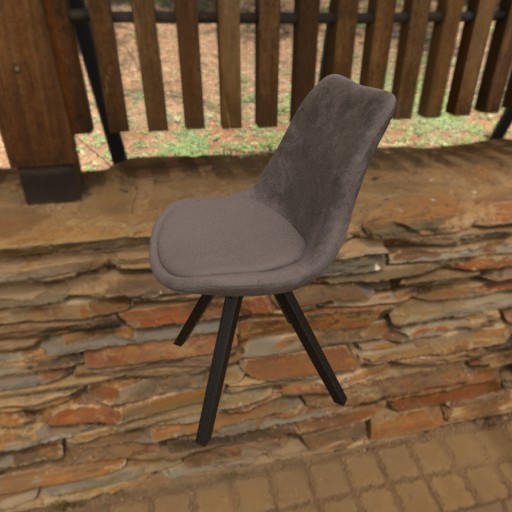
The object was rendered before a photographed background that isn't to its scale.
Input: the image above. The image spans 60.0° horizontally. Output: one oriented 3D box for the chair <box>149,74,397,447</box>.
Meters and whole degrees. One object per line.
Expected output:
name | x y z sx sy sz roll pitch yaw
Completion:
chair | 0.000 0.000 1.182 0.550 0.850 0.485 -9 32 -15
